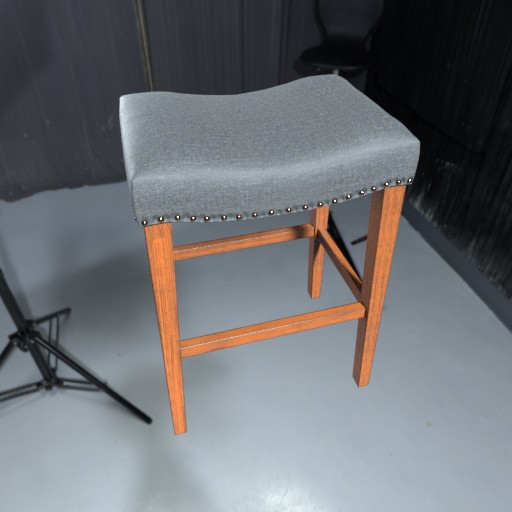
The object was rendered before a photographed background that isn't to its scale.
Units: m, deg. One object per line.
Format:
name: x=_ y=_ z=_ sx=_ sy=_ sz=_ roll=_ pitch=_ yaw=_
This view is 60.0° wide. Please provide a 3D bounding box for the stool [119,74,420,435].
stool: x=0.000 y=0.000 z=0.882 sx=0.439 sy=0.612 sz=0.320 roll=-10 pitch=41 yaw=-12
